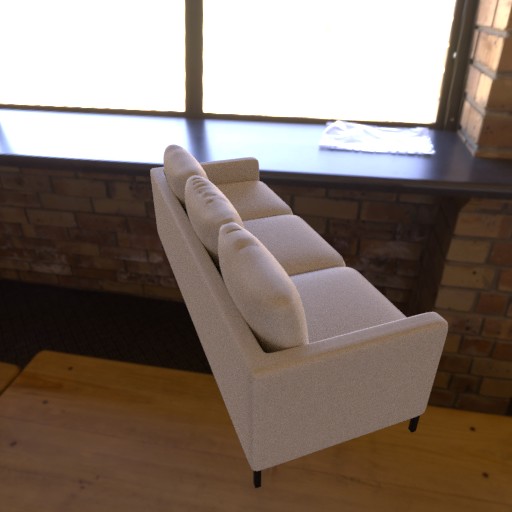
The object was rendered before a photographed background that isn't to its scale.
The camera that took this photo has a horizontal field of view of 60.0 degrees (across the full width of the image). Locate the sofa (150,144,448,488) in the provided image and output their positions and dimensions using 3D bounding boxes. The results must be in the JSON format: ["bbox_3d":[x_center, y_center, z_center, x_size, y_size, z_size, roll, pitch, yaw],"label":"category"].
[{"bbox_3d":[0.000,0.000,2.620,0.859,0.874,2.218,-11,32,-18],"label":"sofa"}]
